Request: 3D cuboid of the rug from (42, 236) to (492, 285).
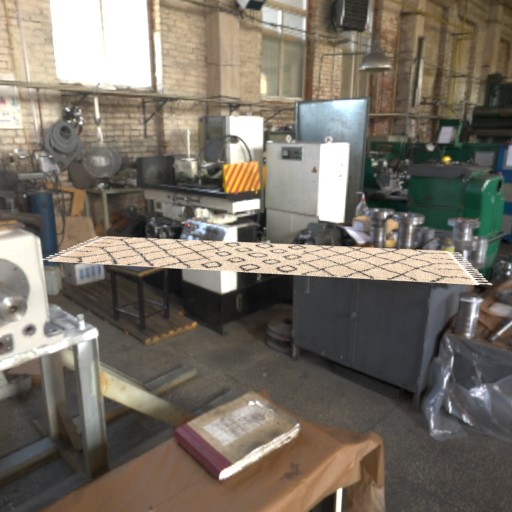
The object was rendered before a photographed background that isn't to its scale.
[{"bbox_3d":[0.000,0.000,2.682,2.464,0.005,0.660,3,15,10],"label":"rug"}]
